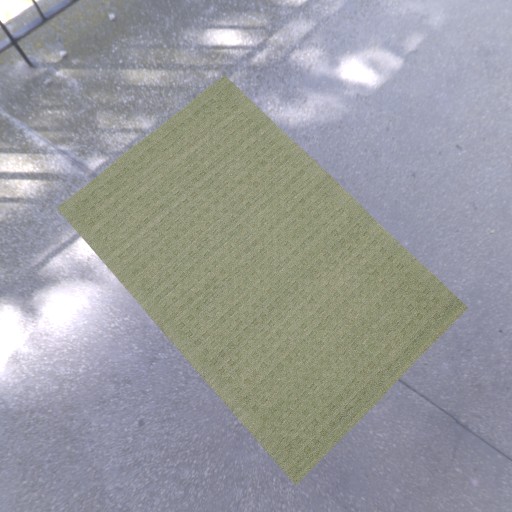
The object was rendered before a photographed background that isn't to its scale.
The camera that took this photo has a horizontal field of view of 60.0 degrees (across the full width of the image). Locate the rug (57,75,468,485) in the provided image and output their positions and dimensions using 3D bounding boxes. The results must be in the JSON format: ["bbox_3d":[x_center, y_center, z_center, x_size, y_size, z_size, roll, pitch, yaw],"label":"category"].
[{"bbox_3d":[0.000,0.000,2.176,1.143,0.006,1.747,-42,79,-10],"label":"rug"}]
